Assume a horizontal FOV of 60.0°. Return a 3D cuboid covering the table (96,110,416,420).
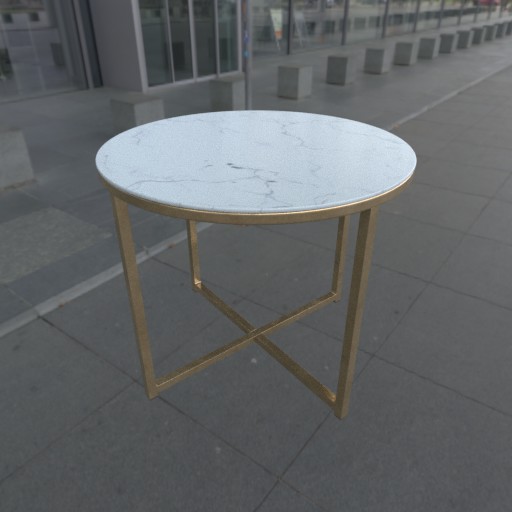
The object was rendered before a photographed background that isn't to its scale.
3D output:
[{"bbox_3d":[0.000,0.000,0.829,0.500,0.420,0.500,0,31,0],"label":"table"}]
